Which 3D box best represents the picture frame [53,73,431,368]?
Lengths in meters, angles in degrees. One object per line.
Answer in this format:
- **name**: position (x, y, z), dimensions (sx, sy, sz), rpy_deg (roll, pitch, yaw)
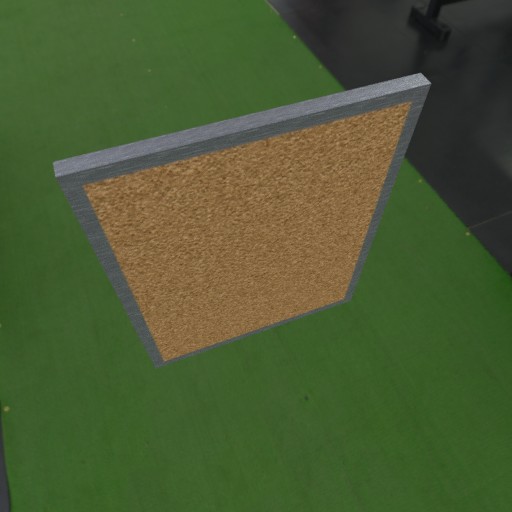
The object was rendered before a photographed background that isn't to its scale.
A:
- **picture frame**: position (0.000, 0.000, 0.741), dimensions (0.454, 0.559, 0.029), rpy_deg (-17, 57, -12)
